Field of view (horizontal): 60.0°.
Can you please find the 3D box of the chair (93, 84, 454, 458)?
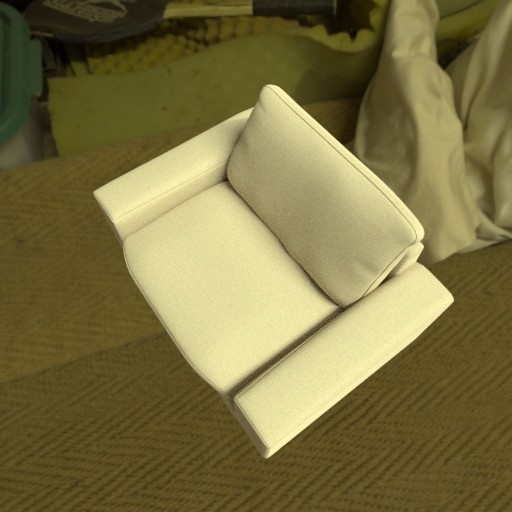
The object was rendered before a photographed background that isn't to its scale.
[{"bbox_3d":[0.000,0.000,2.047,1.039,0.915,1.398,-33,67,-16],"label":"chair"}]
